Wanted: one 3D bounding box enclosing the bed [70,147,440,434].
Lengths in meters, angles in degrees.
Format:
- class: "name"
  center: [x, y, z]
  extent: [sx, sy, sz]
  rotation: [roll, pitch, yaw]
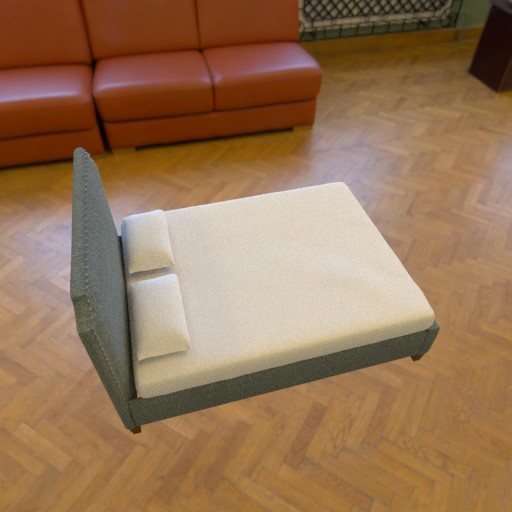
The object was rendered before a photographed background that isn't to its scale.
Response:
- class: "bed"
  center: [0.000, 0.000, 3.418]
  extent: [2.372, 1.443, 1.712]
  rotation: [-11, 47, -11]
